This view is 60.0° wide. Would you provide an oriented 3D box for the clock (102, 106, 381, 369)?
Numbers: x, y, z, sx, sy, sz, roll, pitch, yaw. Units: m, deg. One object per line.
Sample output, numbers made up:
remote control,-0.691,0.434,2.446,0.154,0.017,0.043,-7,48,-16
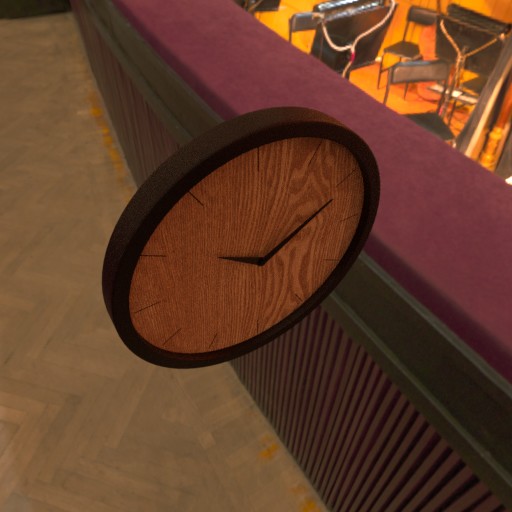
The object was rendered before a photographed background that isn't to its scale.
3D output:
clock,0.000,0.000,0.466,0.314,0.314,0.029,-24,51,-21
